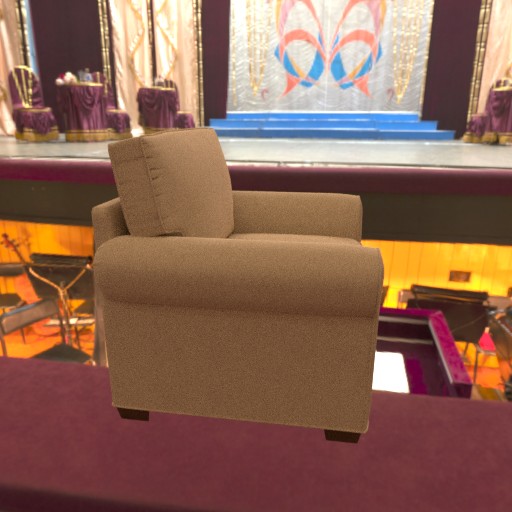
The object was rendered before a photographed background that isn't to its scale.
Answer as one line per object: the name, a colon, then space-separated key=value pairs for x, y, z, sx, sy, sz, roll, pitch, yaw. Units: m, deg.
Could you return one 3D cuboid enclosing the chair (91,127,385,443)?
chair: x=0.000 y=0.000 z=1.732 sx=0.863 sy=0.955 sz=1.040 roll=3 pitch=18 yaw=8
